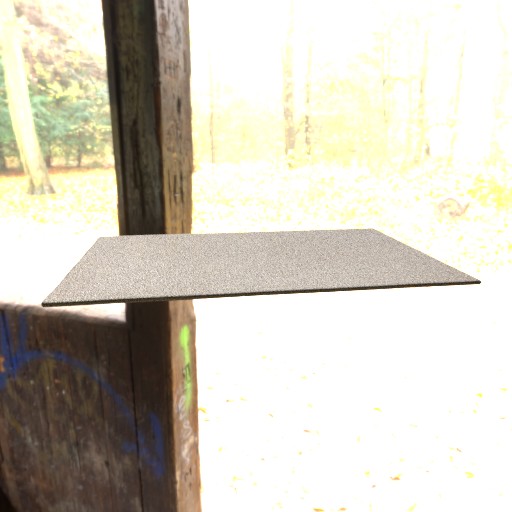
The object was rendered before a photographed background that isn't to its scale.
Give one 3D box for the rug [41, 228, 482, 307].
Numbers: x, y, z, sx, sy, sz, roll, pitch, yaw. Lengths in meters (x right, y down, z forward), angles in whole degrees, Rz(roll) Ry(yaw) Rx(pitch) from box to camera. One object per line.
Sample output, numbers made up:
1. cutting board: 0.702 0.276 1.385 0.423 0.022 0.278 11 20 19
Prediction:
1. rug: 0.000 0.000 3.556 2.743 0.030 1.778 -2 15 -8
